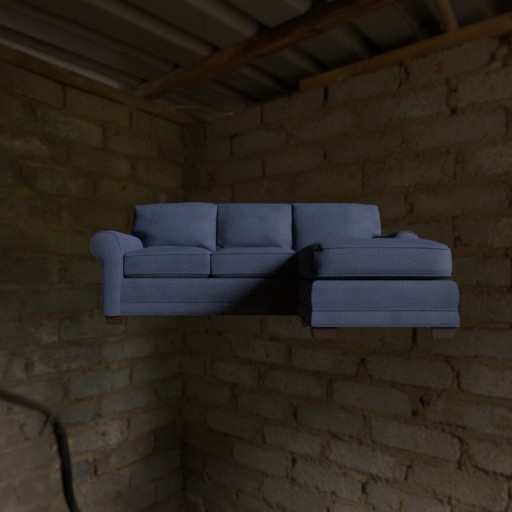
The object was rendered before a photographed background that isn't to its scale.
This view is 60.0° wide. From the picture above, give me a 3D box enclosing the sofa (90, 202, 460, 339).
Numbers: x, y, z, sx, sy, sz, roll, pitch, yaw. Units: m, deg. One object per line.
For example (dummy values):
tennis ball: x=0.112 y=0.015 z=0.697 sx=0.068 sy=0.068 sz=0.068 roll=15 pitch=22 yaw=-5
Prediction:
sofa: x=0.000 y=0.000 z=3.518 sx=2.567 sy=1.063 sz=1.780 roll=0 pitch=-2 yaw=0
